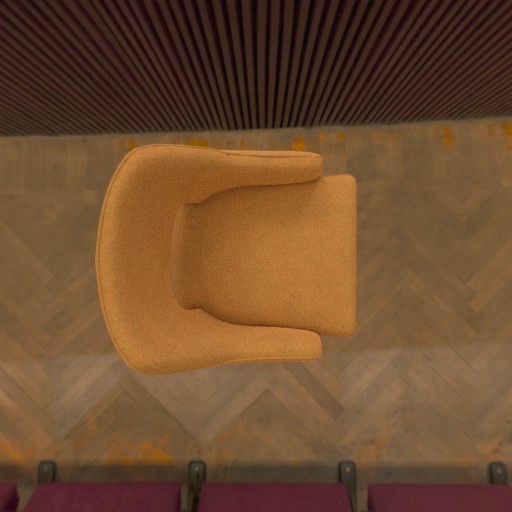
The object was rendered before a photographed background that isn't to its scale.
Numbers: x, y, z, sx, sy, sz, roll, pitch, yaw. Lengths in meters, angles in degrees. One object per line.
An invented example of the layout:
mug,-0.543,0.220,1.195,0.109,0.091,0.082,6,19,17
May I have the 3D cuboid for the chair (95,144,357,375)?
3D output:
chair,0.000,0.000,1.245,0.605,0.849,0.548,0,91,1
